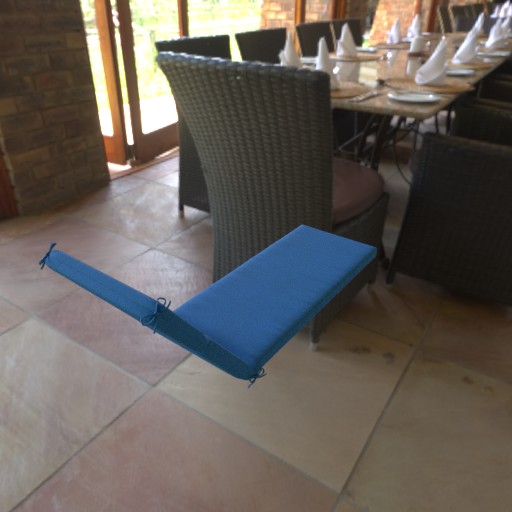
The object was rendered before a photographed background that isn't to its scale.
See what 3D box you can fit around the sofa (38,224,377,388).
[{"bbox_3d":[0.000,0.000,1.995,0.582,0.622,1.663,21,36,31],"label":"sofa"}]
